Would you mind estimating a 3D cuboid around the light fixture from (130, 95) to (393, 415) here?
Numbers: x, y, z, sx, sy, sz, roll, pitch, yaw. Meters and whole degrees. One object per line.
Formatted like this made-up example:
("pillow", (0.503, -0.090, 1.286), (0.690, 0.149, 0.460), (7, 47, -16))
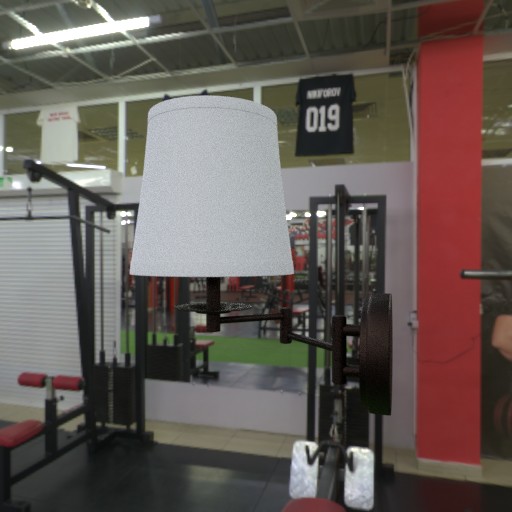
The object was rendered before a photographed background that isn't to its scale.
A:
("light fixture", (0.000, 0.000, 0.268), (0.157, 0.172, 0.100), (0, 0, 18))
